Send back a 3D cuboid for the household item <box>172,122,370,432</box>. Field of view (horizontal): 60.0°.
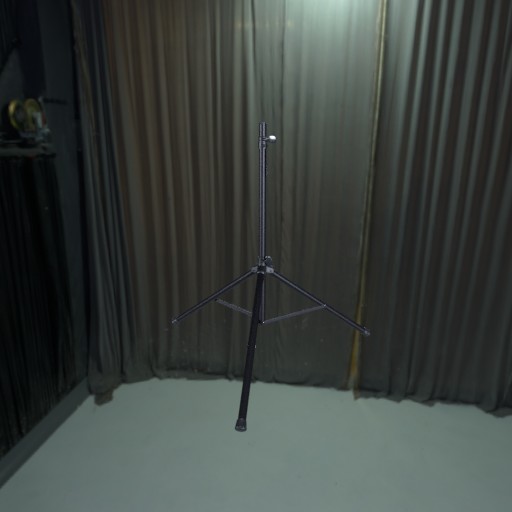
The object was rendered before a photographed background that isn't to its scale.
[{"bbox_3d":[0.000,0.000,2.760,1.596,1.595,1.339,3,16,9],"label":"household item"}]
